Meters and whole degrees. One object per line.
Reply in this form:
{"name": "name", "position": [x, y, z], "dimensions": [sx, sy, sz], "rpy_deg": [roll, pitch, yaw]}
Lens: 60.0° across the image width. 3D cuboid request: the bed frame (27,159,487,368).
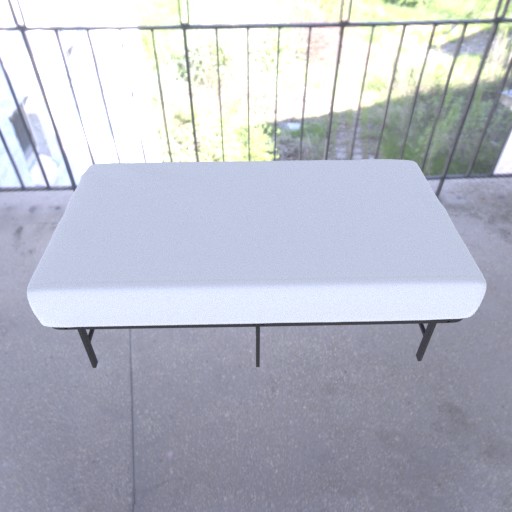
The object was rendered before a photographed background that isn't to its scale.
{"name": "bed frame", "position": [0.000, 0.000, 2.332], "dimensions": [1.908, 0.640, 1.025], "rpy_deg": [-1, 41, -1]}
